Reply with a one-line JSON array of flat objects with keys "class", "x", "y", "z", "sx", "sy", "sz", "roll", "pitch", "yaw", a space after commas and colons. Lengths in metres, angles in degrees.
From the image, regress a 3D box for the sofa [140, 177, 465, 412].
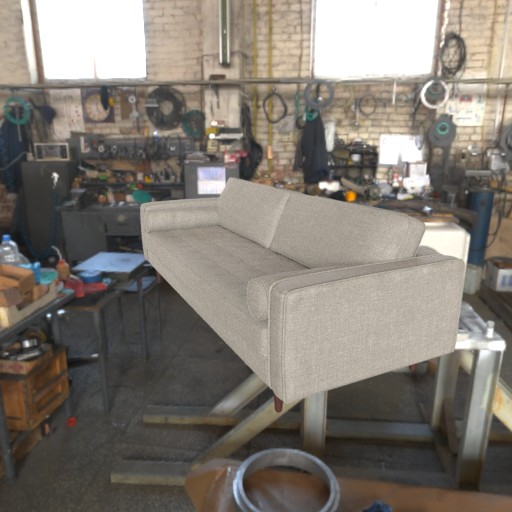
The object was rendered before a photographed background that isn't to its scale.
[{"class": "sofa", "x": 0.000, "y": 0.000, "z": 2.656, "sx": 0.914, "sy": 0.762, "sz": 2.211, "roll": -8, "pitch": 17, "yaw": -26}]
